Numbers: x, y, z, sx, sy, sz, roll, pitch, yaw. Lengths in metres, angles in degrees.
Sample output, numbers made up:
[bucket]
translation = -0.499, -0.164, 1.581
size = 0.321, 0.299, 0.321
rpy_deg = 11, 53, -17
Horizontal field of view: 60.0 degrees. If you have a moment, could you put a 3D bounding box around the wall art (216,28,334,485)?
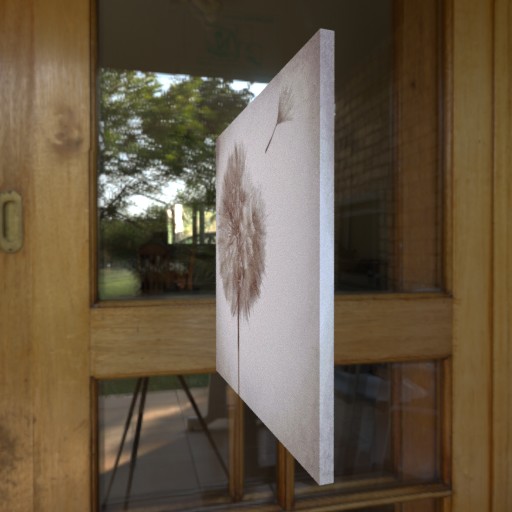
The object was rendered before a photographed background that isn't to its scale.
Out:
[wall art]
translation = 0.000, 0.000, 1.105
size = 0.027, 0.762, 0.762
rpy_deg = 0, 1, -18
